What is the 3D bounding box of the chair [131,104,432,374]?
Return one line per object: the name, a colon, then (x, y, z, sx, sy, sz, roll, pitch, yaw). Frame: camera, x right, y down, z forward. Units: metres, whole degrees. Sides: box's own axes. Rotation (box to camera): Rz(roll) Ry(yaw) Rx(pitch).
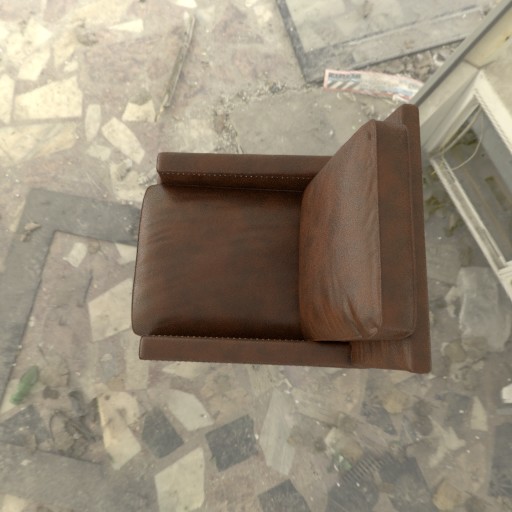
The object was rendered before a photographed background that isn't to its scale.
chair: (0.000, 0.000, 1.785, 1.035, 1.054, 0.854, 2, 77, 0)
